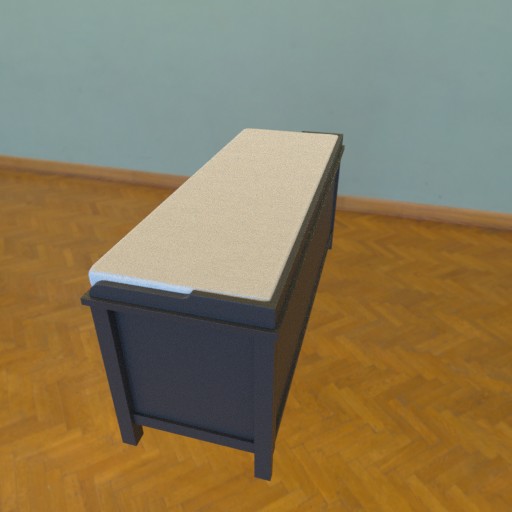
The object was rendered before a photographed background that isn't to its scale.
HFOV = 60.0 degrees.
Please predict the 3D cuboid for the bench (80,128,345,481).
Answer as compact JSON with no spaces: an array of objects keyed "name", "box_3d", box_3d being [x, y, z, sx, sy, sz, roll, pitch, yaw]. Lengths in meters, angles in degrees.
[{"name":"bench","box_3d":[0.000,0.000,1.396,0.398,0.501,1.140,8,32,13]}]
